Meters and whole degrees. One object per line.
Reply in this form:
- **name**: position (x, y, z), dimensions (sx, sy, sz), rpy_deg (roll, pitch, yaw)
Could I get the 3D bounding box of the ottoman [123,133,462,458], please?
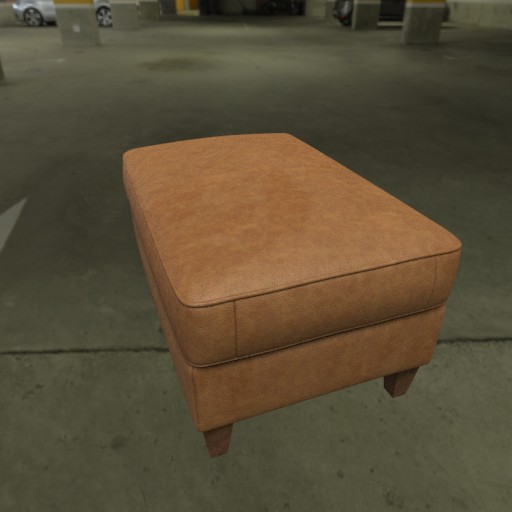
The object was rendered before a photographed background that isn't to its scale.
- **ottoman**: position (0.000, 0.000, 1.190), dimensions (0.584, 0.483, 0.864), rpy_deg (-11, 32, -18)
